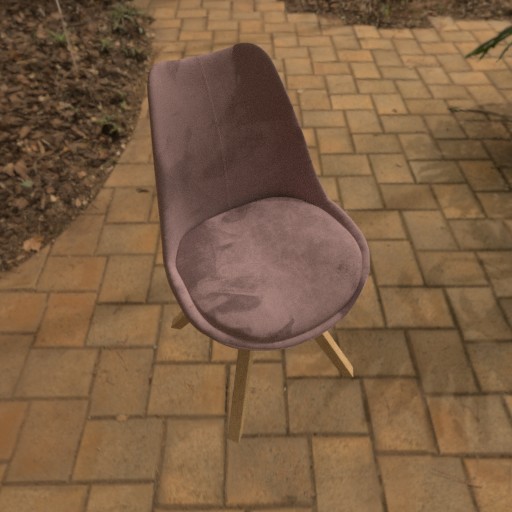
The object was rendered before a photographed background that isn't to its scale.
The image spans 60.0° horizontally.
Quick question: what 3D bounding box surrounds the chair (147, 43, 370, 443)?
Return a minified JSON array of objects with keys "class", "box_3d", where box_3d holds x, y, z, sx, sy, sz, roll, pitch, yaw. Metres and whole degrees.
[{"class":"chair","box_3d":[0.000,0.000,1.144,0.485,0.850,0.550,-23,53,-19]}]
